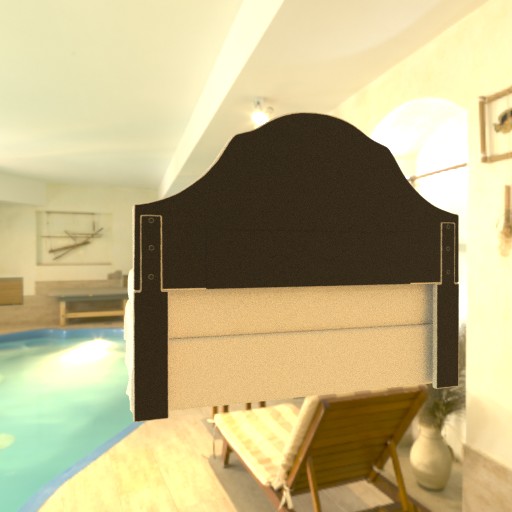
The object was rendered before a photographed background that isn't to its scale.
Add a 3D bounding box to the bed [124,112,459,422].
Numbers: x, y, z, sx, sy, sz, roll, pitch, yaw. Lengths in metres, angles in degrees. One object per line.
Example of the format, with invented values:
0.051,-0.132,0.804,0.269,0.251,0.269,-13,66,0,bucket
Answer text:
0.000,0.000,3.513,2.008,1.615,2.214,0,0,-17,bed
